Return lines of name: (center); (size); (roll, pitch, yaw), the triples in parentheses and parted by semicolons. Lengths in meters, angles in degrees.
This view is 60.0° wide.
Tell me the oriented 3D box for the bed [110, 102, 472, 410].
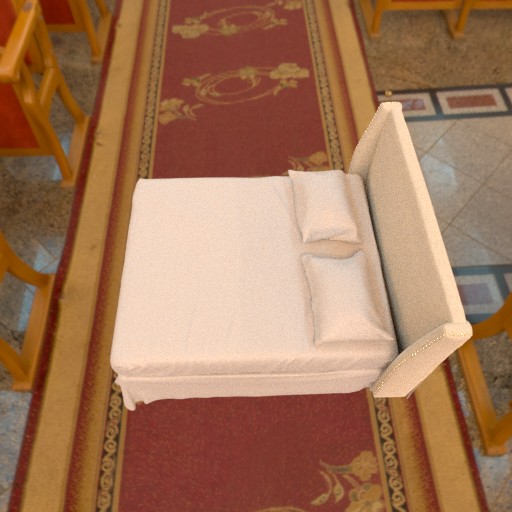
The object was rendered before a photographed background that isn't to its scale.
bed: (0.000, 0.000, 3.381); (2.276, 1.332, 1.925); (-2, 58, -1)
